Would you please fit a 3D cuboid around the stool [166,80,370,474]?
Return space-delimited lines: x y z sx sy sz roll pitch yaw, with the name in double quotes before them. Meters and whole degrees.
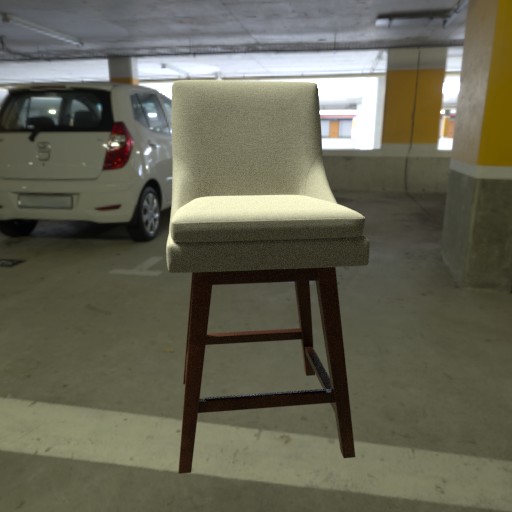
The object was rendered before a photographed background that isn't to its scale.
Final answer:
"stool" 0.000 0.000 1.267 0.469 0.991 0.559 -2 16 -7
